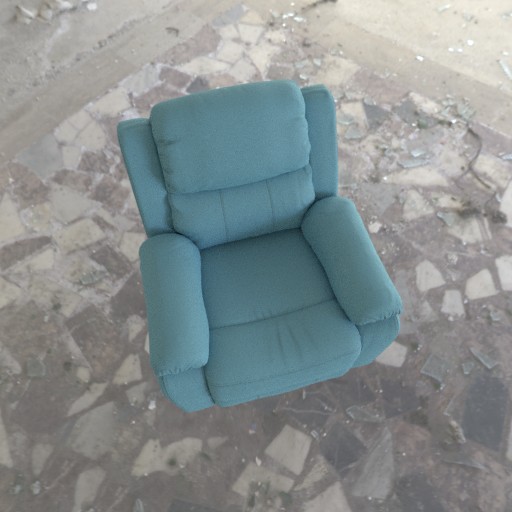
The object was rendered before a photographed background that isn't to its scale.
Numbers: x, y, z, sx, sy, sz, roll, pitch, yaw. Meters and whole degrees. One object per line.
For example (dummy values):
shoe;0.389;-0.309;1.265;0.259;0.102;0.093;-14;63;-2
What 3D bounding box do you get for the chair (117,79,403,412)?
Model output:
chair;0.000;0.000;1.293;0.680;0.702;0.709;-13;62;-7
